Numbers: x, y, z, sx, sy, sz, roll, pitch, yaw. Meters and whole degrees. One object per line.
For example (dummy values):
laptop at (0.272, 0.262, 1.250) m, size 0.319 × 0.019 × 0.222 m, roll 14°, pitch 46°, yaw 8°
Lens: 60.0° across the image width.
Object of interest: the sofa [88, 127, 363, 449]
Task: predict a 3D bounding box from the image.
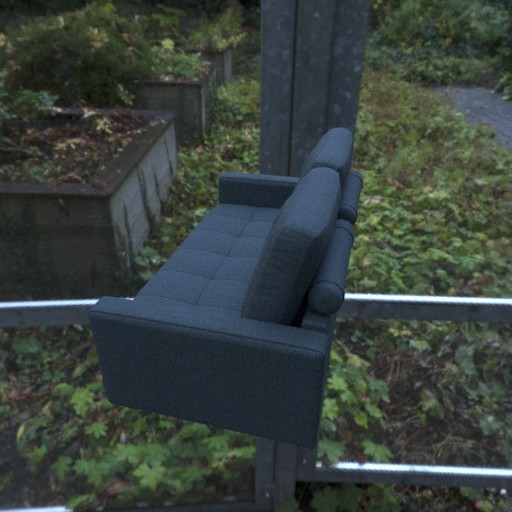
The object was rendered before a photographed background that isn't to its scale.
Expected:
sofa at (0.000, 0.000, 1.995) m, size 0.842 × 0.907 × 1.407 m, roll 8°, pitch 31°, yaw 13°
